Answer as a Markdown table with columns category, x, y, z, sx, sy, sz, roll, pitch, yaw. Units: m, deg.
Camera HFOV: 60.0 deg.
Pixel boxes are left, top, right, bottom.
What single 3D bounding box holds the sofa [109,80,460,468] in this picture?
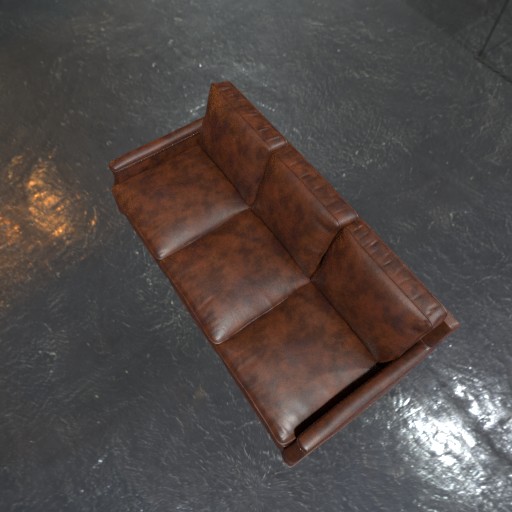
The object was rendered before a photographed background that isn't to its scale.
| category | x | y | z | sx | sy | sz | roll | pitch | yaw |
| --- | --- | --- | --- | --- | --- | --- | --- | --- | --- |
| sofa | 0.000 | 0.000 | 2.845 | 1.084 | 1.003 | 2.240 | -31 | 66 | -15 |
